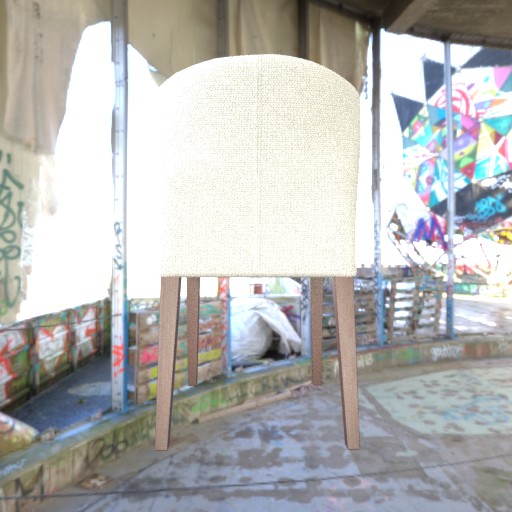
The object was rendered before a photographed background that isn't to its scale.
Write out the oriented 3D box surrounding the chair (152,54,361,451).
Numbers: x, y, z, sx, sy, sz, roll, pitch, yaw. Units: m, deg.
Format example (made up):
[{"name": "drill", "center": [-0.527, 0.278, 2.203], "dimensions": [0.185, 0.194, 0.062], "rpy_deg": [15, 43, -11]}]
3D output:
[{"name": "chair", "center": [0.000, 0.000, 1.200], "dimensions": [0.491, 0.839, 0.589], "rpy_deg": [0, 0, -1]}]
